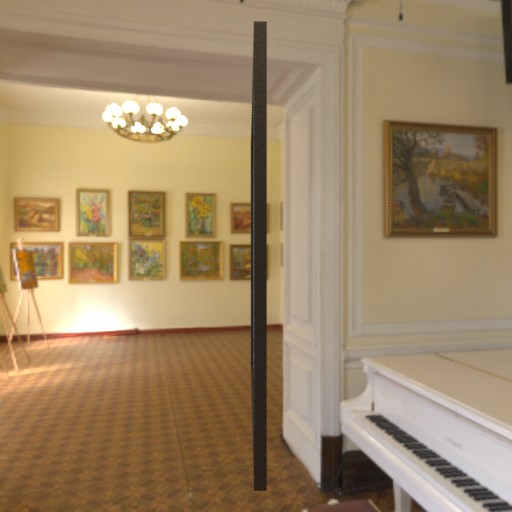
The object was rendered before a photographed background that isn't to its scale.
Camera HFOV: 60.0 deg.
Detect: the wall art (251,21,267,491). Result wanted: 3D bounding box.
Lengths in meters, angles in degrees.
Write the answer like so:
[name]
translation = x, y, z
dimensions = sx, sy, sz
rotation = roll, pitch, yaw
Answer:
[wall art]
translation = 0.000, 0.000, 1.166
dimensions = 0.022, 0.807, 0.807
rotation = 0, 0, -1
